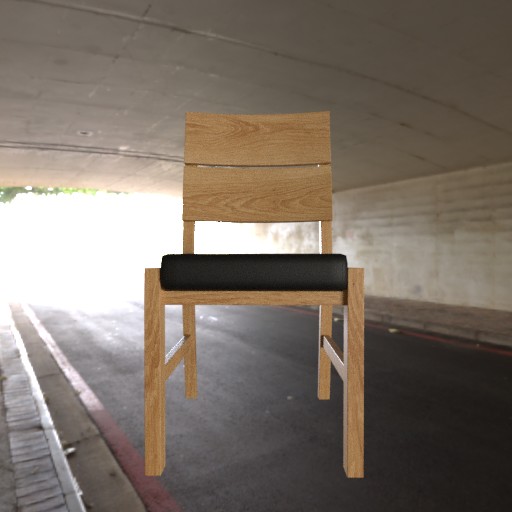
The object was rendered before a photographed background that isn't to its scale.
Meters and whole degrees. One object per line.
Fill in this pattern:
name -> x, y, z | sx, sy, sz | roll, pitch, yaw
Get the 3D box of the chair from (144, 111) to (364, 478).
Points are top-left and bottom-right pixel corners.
chair -> 0.000, 0.000, 1.229 | 0.475, 0.950, 0.569 | 0, 1, 1
